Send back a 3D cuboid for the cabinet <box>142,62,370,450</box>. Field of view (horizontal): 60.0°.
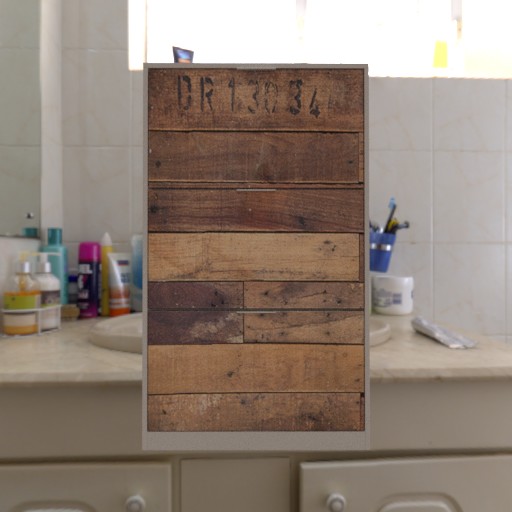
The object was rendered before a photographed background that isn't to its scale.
[{"bbox_3d":[0.000,0.000,1.576,0.750,1.280,0.250,0,-1,0],"label":"cabinet"}]
